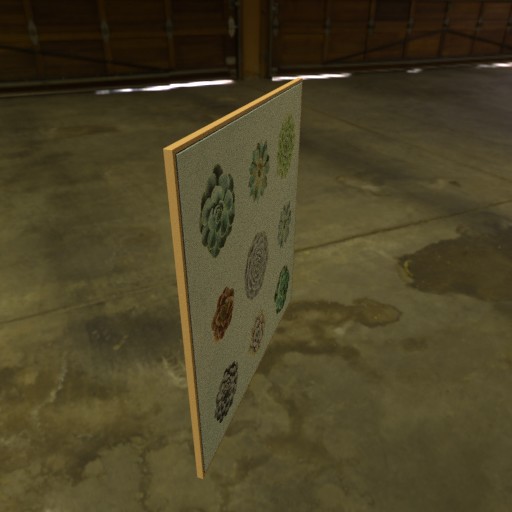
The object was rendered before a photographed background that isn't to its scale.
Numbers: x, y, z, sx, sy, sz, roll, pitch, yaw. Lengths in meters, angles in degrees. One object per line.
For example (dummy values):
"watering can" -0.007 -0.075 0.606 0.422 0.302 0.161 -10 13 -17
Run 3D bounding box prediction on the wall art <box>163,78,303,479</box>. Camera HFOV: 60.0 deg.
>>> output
"wall art" 0.000 0.000 0.981 0.014 0.655 0.657 10 31 17
